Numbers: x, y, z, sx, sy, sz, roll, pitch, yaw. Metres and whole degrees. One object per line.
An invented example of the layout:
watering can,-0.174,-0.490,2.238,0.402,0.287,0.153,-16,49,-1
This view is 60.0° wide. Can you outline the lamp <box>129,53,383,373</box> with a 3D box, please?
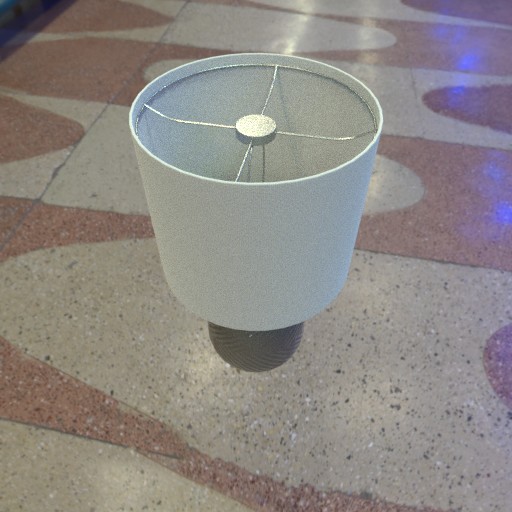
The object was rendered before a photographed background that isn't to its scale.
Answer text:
lamp,0.000,0.000,0.501,0.207,0.366,0.207,9,48,8
